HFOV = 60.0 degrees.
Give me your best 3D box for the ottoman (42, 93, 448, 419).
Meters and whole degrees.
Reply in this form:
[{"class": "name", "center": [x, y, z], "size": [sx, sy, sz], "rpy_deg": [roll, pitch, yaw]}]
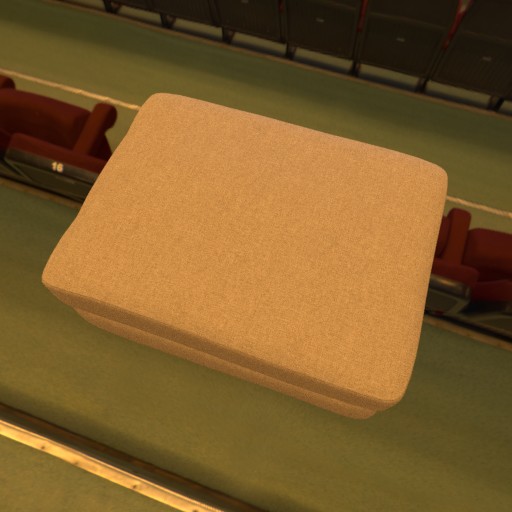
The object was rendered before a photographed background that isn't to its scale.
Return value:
[{"class": "ottoman", "center": [0.000, 0.000, 1.306], "size": [0.898, 0.519, 0.677], "rpy_deg": [17, 65, 8]}]
